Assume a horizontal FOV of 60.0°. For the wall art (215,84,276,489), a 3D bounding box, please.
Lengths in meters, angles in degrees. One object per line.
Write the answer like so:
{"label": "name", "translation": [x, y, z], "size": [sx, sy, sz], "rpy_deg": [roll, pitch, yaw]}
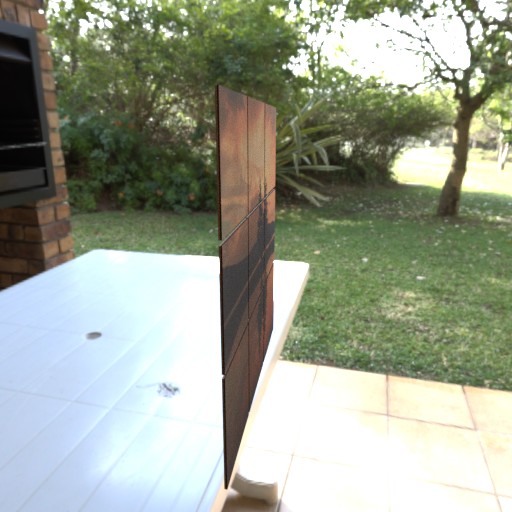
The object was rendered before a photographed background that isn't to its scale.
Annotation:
{"label": "wall art", "translation": [0.000, 0.000, 2.294], "size": [0.013, 1.525, 1.520], "rpy_deg": [3, 16, 9]}
